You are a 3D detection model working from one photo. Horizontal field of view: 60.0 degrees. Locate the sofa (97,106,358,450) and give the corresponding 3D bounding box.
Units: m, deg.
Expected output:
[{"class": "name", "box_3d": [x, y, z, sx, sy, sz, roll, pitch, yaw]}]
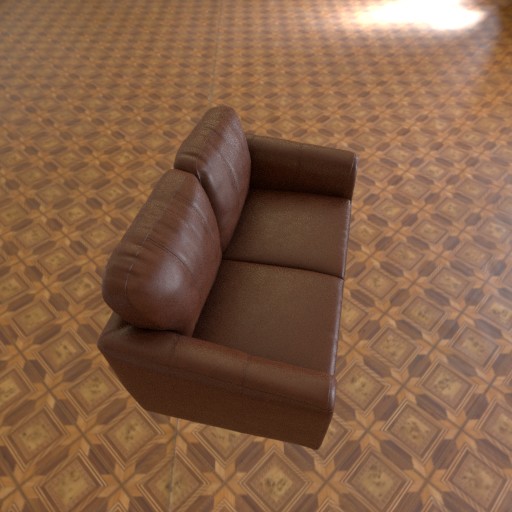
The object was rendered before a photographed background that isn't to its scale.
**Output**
[{"class": "sofa", "box_3d": [0.000, 0.000, 1.961, 0.805, 0.906, 1.406, 9, 48, 8]}]
